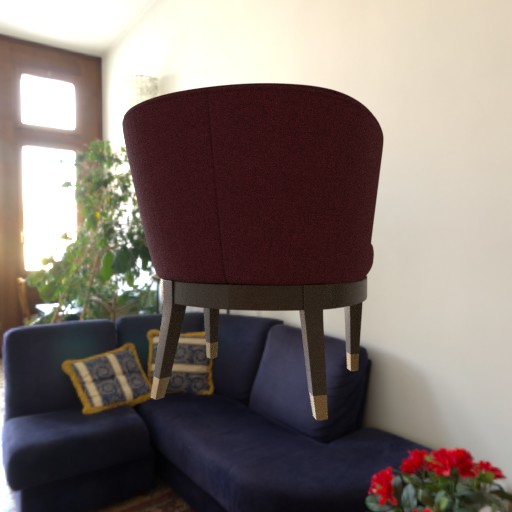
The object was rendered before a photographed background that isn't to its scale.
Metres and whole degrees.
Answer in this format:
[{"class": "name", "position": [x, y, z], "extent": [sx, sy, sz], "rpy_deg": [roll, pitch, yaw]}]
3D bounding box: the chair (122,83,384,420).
[{"class": "chair", "position": [0.000, 0.000, 1.278], "extent": [0.700, 0.760, 0.660], "rpy_deg": [1, 2, 18]}]
